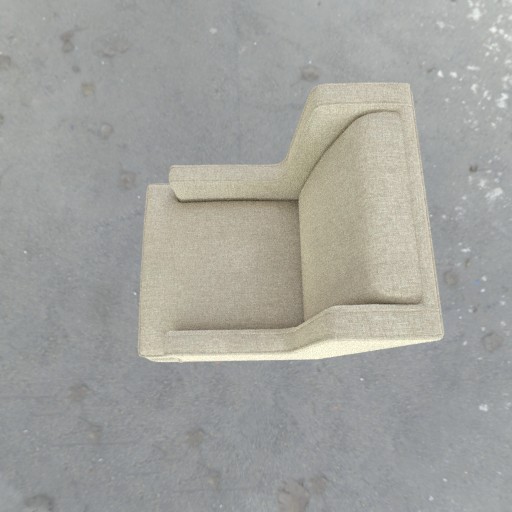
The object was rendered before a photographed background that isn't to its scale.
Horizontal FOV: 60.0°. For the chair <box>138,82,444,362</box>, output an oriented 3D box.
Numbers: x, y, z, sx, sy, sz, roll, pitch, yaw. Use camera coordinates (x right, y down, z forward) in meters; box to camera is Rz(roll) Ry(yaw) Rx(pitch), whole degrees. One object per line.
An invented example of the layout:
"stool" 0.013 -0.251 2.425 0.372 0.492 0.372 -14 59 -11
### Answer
"chair" 0.000 0.000 1.721 0.948 1.082 0.764 -1 74 0
